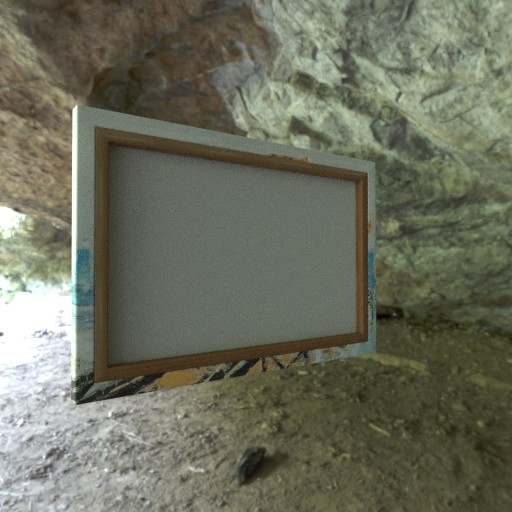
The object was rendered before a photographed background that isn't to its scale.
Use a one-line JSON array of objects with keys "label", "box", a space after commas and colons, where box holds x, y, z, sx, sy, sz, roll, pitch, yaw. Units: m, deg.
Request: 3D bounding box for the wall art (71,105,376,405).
[{"label": "wall art", "box": [0.000, 0.000, 1.171, 0.913, 0.609, 0.038, 1, -1, -35]}]
